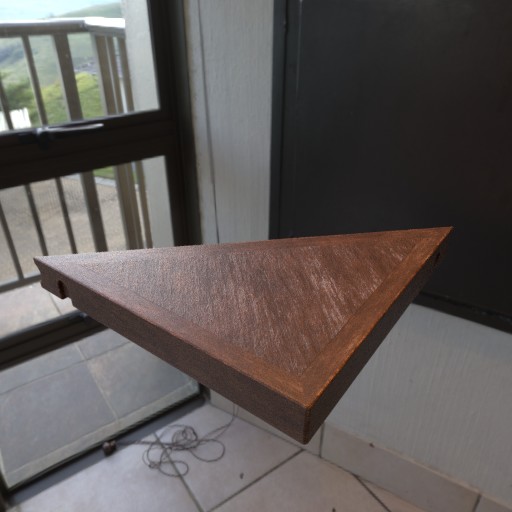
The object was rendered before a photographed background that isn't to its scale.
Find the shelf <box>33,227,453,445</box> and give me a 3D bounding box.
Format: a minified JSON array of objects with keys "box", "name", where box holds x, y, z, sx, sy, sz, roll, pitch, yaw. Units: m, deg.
[{"box":[0.000,0.000,0.446,0.296,0.035,0.296,21,36,31],"name":"shelf"}]
